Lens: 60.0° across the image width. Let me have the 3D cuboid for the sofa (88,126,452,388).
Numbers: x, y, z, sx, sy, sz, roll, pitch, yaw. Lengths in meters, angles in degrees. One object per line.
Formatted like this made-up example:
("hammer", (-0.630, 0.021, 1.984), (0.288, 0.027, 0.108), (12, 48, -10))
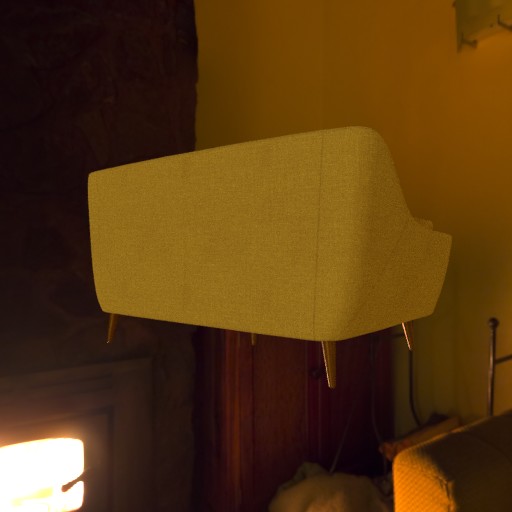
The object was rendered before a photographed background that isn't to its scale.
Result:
("sofa", (0.000, 0.000, 2.219), (1.652, 0.888, 0.965), (0, 1, 37))
